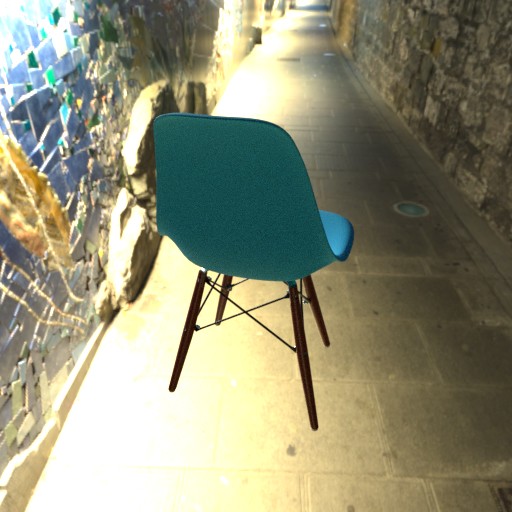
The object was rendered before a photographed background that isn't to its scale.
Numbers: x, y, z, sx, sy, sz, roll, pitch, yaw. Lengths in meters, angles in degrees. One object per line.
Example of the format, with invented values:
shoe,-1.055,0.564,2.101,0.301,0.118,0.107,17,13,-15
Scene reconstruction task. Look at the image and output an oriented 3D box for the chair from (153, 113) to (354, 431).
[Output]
chair,0.000,0.000,1.134,0.470,0.826,0.533,9,32,14
